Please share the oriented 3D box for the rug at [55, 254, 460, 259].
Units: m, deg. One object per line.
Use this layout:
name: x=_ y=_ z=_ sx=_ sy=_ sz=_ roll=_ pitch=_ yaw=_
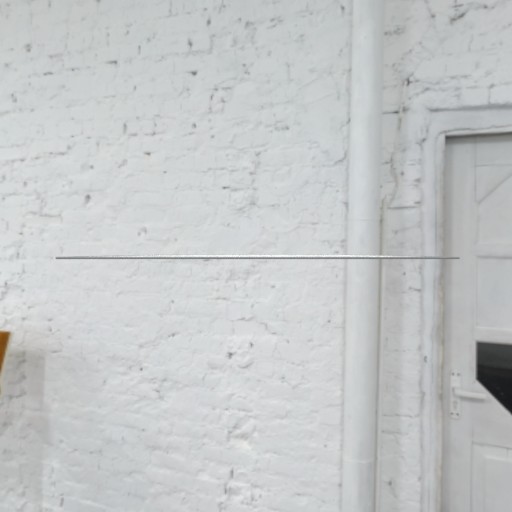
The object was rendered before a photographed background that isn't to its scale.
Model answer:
rug: x=0.000 y=0.000 z=4.260 sx=2.393 sy=0.013 sz=3.307 roll=0 pitch=0 yaw=-1
